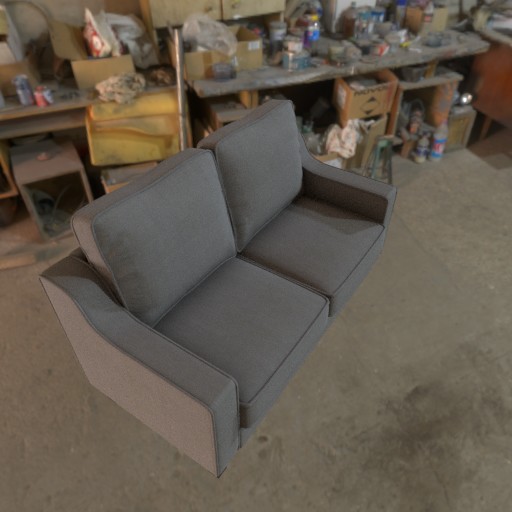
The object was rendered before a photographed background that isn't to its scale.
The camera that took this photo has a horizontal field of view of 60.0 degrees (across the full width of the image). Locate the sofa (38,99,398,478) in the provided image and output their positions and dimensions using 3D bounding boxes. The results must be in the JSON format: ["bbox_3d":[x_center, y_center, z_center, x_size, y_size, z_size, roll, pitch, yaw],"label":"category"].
[{"bbox_3d":[0.000,0.000,1.968,0.791,0.948,1.500,24,46,25],"label":"sofa"}]
